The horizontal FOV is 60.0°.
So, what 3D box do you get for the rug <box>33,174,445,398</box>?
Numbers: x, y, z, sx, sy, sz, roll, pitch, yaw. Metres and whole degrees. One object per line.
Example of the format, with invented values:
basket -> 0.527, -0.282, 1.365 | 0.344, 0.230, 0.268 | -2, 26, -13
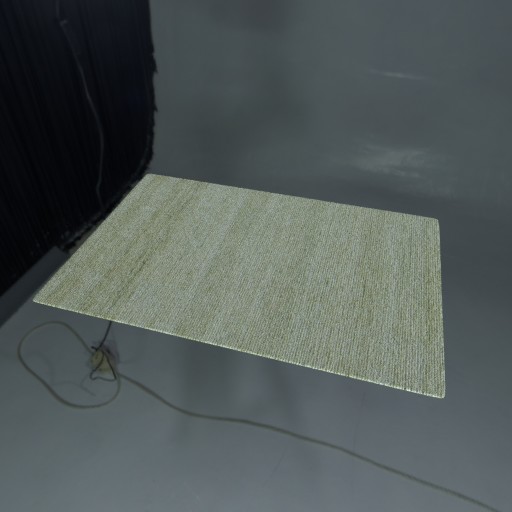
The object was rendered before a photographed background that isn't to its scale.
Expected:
rug -> 0.000, 0.000, 2.204 | 1.758, 0.010, 1.143 | 11, 42, 12
